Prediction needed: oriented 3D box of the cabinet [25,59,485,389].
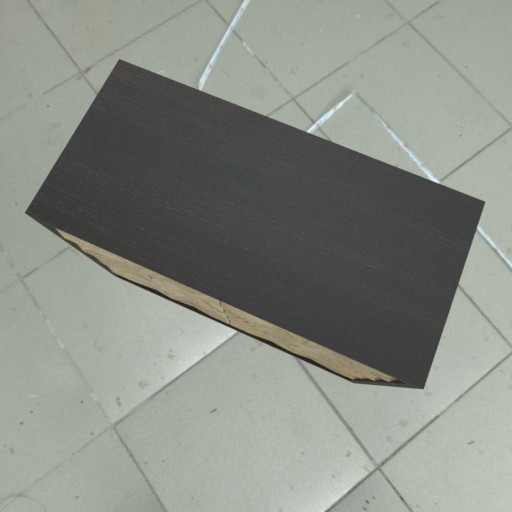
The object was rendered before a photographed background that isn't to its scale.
[{"bbox_3d":[0.000,0.000,1.425,0.950,0.860,0.451,23,76,6],"label":"cabinet"}]
